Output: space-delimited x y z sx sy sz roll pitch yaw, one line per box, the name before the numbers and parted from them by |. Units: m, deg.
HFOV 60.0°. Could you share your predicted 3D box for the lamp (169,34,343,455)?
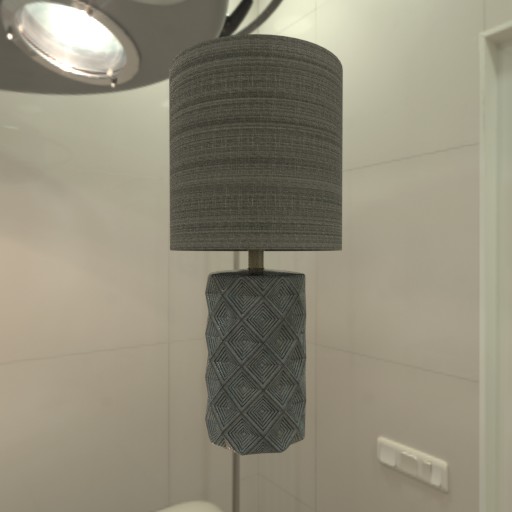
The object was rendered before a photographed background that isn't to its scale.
lamp | 0.000 0.000 0.699 0.268 0.566 0.269 0 0 -36
